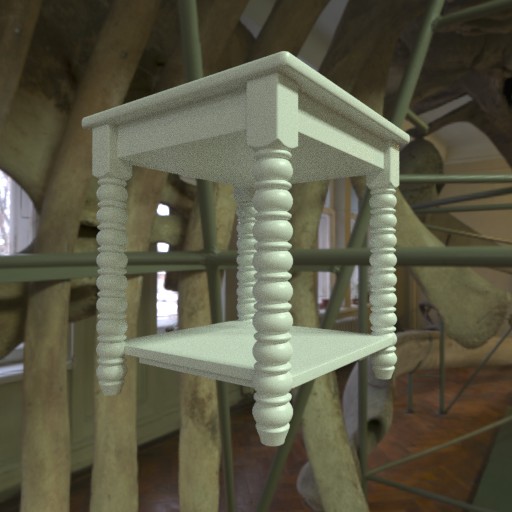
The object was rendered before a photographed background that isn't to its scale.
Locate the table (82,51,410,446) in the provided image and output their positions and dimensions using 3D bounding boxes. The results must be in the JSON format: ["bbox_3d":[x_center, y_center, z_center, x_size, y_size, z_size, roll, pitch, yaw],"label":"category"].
[{"bbox_3d":[0.000,0.000,0.967,0.500,0.563,0.533,0,0,37],"label":"table"}]
